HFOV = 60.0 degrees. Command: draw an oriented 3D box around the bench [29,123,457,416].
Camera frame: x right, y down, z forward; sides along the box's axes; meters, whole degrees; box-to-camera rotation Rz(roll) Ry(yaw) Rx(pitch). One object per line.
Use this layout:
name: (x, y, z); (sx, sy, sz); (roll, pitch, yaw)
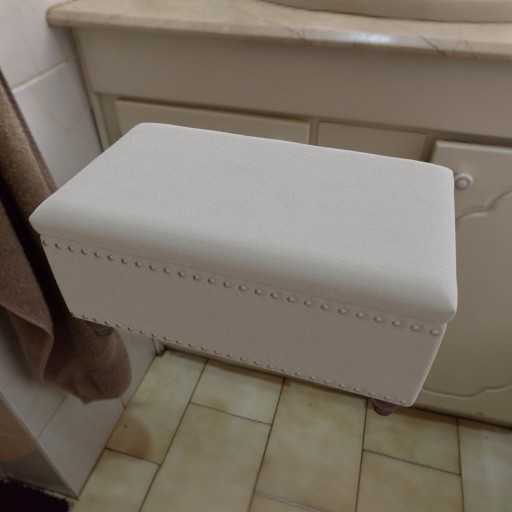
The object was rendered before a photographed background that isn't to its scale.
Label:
bench: (0.000, 0.000, 1.163); (0.887, 0.449, 0.500); (12, 42, 13)
